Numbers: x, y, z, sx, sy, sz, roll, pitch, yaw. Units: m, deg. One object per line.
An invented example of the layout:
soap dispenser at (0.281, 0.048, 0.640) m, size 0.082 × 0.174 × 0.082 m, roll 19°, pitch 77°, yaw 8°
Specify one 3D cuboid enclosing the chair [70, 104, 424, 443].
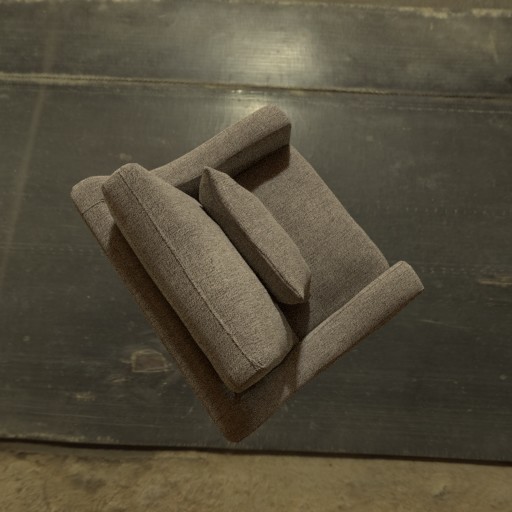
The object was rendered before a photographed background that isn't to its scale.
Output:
chair at (0.000, 0.000, 1.978) m, size 1.009 × 1.037 × 1.138 m, roll -34°, pitch 78°, yaw -9°
